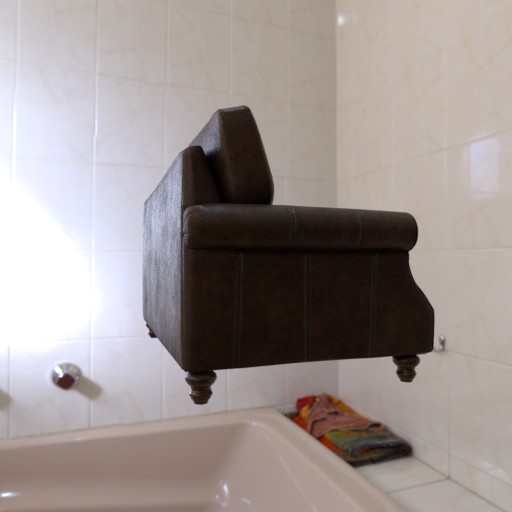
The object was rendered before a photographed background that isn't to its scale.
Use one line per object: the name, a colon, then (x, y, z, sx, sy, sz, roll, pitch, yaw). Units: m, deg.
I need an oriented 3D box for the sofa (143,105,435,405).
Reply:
sofa: (0.000, 0.000, 2.215, 0.990, 0.976, 1.616, 0, -1, -19)
